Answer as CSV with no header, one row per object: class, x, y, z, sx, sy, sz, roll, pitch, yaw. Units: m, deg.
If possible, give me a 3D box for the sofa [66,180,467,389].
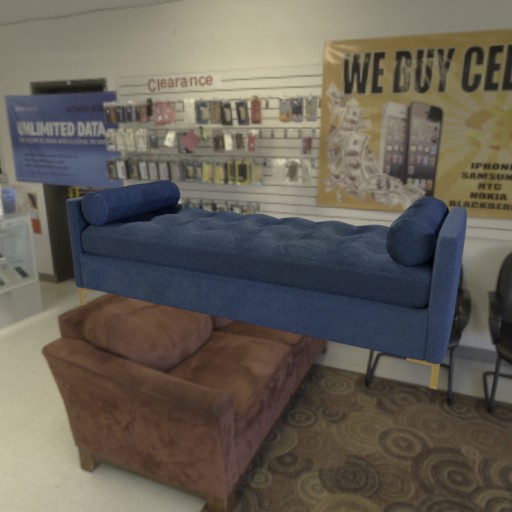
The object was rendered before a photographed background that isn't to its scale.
sofa,0.000,0.000,2.509,2.102,0.705,0.796,8,18,26
